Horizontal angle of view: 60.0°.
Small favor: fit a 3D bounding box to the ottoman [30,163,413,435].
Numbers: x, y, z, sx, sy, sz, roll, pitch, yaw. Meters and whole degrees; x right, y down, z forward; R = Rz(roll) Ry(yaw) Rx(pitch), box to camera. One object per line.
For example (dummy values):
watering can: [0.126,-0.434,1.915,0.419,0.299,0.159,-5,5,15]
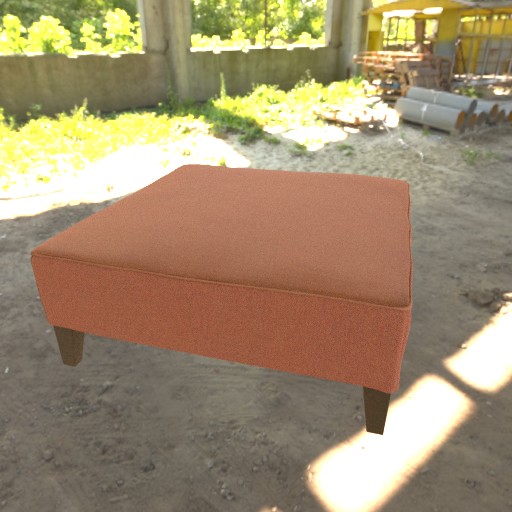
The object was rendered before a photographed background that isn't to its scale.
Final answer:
ottoman: [0.000,0.000,1.542,0.997,0.438,0.999,7,27,15]
